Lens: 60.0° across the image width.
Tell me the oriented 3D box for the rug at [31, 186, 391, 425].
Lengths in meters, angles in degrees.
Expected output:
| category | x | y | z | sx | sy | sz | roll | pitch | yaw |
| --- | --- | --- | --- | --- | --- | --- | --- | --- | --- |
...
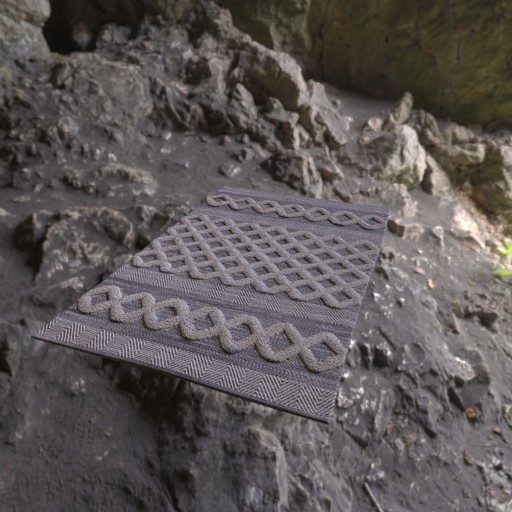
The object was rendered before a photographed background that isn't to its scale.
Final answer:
| category | x | y | z | sx | sy | sz | roll | pitch | yaw |
| --- | --- | --- | --- | --- | --- | --- | --- | --- | --- |
| rug | 0.000 | 0.000 | 2.916 | 1.513 | 0.033 | 2.333 | 10 | 30 | 18 |
